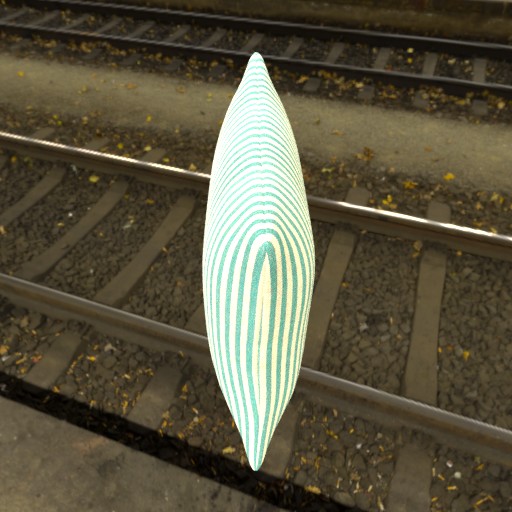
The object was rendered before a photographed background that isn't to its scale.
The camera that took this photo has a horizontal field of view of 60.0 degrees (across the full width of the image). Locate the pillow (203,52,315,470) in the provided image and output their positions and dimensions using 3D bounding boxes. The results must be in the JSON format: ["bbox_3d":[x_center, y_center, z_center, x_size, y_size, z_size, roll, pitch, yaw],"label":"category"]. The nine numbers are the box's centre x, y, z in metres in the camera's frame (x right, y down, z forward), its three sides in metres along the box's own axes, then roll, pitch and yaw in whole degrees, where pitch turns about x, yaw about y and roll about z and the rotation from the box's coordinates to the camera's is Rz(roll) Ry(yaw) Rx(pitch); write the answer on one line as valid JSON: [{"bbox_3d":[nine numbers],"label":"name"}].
[{"bbox_3d":[0.000,0.000,0.763,0.166,0.510,0.523,-1,43,-1],"label":"pillow"}]
